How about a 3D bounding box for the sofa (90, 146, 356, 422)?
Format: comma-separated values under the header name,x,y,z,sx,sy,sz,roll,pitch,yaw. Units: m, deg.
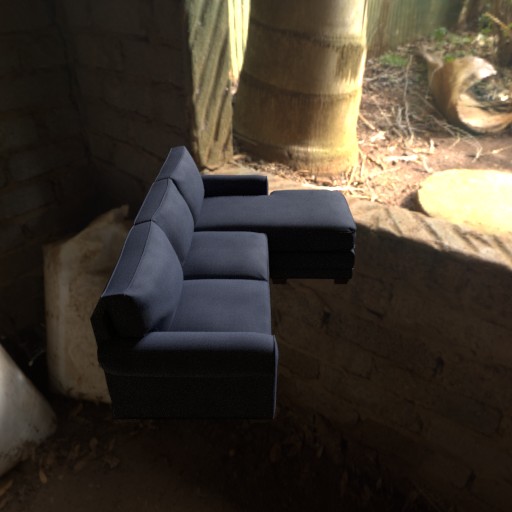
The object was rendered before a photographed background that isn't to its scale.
name,x,y,z,sx,sy,sz,roll,pitch,yaw
sofa,0.000,0.000,3.520,1.780,1.063,2.567,0,33,0
